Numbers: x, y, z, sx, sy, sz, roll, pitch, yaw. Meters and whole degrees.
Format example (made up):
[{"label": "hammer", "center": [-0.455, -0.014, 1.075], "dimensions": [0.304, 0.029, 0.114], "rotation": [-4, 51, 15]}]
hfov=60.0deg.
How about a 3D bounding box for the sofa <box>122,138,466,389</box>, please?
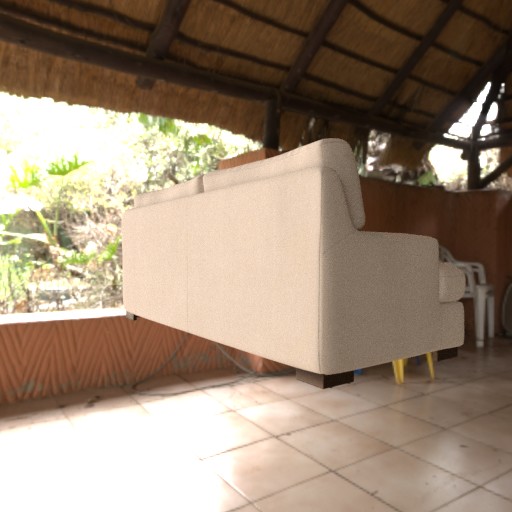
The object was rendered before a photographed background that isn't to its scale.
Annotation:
[{"label": "sofa", "center": [0.000, 0.000, 2.649], "dimensions": [0.929, 0.925, 2.147], "rotation": [0, 1, -35]}]
